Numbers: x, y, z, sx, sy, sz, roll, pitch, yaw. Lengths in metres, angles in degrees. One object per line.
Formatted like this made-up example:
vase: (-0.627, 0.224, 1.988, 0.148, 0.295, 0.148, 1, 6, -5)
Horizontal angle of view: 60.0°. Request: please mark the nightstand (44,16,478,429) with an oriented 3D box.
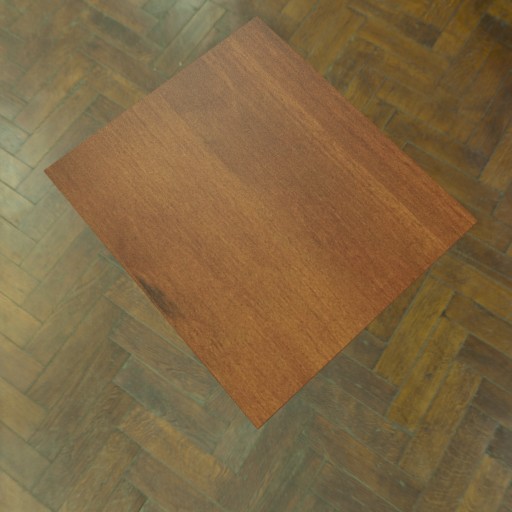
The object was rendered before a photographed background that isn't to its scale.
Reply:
nightstand: (0.000, 0.000, 0.914, 0.411, 0.618, 0.460, -40, 78, -10)
